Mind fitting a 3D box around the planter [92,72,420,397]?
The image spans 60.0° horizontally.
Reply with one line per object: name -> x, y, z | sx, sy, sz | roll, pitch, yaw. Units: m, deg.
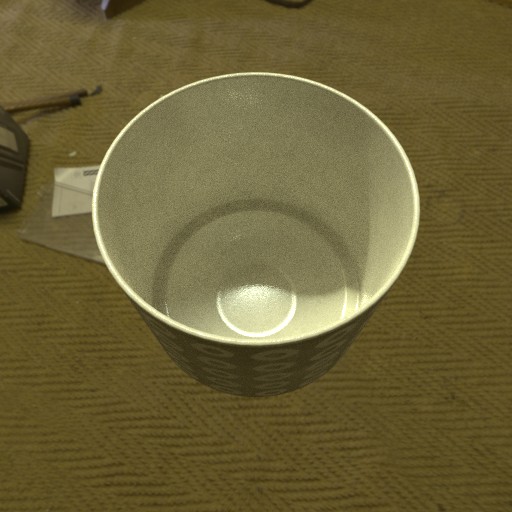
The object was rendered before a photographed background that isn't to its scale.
planter -> 0.000, 0.000, 0.340 | 0.190, 0.181, 0.190 | 0, 63, 0
